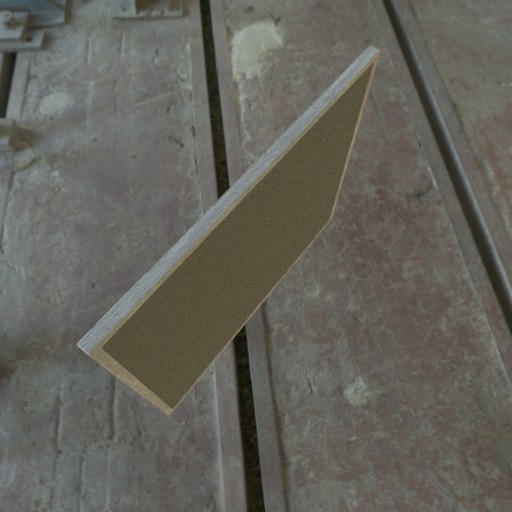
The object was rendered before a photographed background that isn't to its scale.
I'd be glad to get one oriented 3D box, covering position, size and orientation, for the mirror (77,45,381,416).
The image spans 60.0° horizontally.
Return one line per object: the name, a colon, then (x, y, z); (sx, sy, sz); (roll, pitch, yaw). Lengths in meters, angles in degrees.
mirror: (0.000, 0.000, 1.112); (0.028, 0.689, 0.839); (35, 68, 16)
